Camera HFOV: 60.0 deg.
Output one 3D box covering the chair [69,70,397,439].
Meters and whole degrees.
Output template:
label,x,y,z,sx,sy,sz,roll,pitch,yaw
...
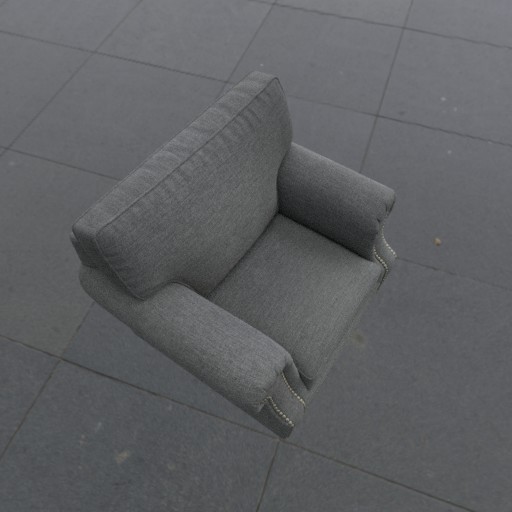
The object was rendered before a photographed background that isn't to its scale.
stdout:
label,x,y,z,sx,sy,sz,roll,pitch,yaw
chair,0.000,0.000,1.834,0.965,0.961,1.092,30,62,18
